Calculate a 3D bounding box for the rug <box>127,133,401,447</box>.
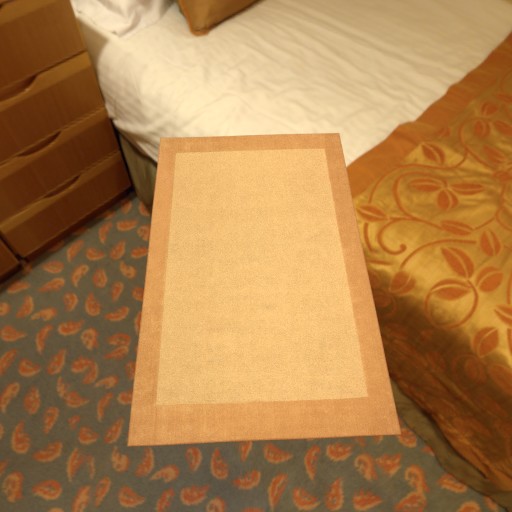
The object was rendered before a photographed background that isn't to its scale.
[{"bbox_3d":[0.000,0.000,3.115,1.524,0.014,2.438,-2,57,-1],"label":"rug"}]
